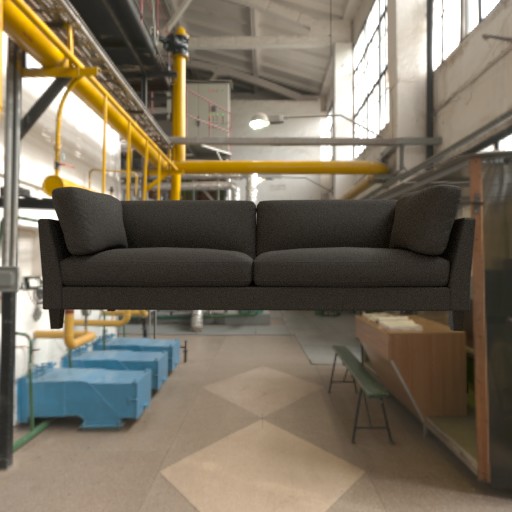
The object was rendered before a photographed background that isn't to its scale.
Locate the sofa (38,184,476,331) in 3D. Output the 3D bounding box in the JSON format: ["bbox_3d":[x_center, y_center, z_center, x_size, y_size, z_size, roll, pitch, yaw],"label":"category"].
[{"bbox_3d":[0.000,0.000,2.767,2.312,0.792,0.969,0,-1,2],"label":"sofa"}]
